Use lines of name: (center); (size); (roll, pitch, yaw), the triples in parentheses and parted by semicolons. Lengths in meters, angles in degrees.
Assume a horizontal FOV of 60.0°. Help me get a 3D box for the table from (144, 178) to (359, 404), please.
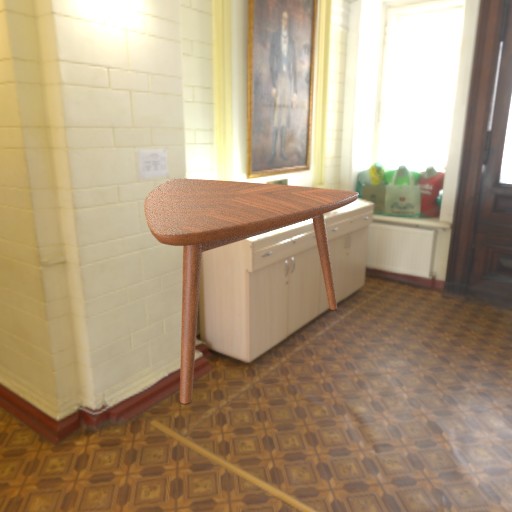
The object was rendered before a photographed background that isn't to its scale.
table: (0.000, 0.000, 1.302); (0.601, 0.365, 1.008); (-2, 16, -8)
